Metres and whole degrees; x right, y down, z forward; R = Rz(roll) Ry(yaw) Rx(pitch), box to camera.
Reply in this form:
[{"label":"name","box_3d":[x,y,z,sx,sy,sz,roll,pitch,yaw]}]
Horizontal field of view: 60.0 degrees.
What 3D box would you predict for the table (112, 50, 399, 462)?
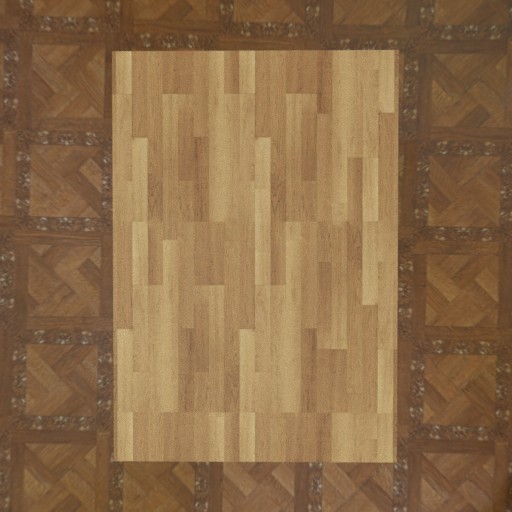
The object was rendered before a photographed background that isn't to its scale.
[{"label":"table","box_3d":[0.000,0.000,1.776,0.900,0.750,1.300,0,91,1]}]
